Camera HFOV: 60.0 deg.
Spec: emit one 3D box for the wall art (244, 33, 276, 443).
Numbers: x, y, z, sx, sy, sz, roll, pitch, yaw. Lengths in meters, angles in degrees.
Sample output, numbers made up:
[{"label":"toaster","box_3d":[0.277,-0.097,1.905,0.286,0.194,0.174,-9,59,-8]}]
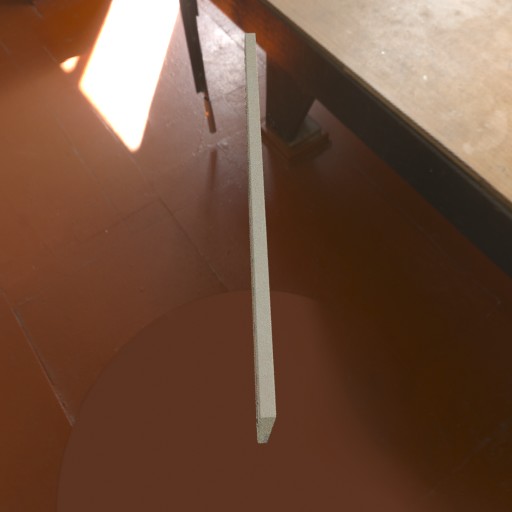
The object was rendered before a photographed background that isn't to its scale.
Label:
[{"label":"wall art","box_3d":[0.000,0.000,1.629,0.042,0.912,1.219,-2,64,-1]}]
